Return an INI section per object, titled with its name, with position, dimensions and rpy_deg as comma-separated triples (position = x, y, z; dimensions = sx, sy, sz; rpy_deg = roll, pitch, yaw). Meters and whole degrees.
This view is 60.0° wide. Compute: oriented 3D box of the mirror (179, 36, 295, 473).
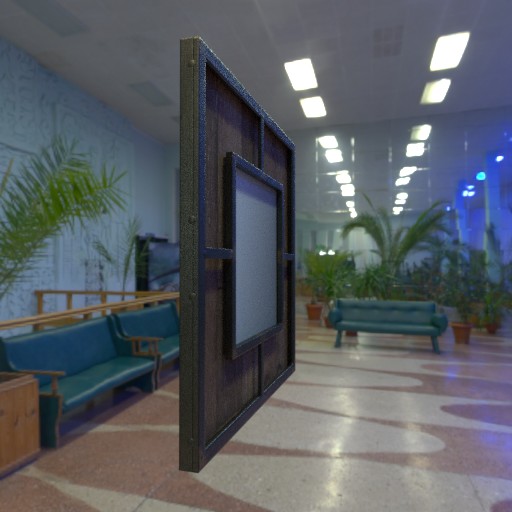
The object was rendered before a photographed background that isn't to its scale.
[mirror]
position = 0.000, 0.000, 0.569
dimensions = 0.020, 0.381, 0.382
rpy_deg = 0, -1, 18
